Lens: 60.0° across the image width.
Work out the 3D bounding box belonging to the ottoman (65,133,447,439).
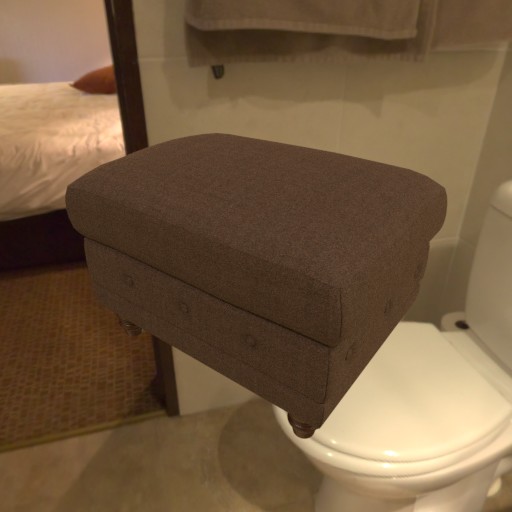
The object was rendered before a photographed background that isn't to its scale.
[{"bbox_3d":[0.000,0.000,1.207,0.809,0.555,0.599,20,36,31],"label":"ottoman"}]
